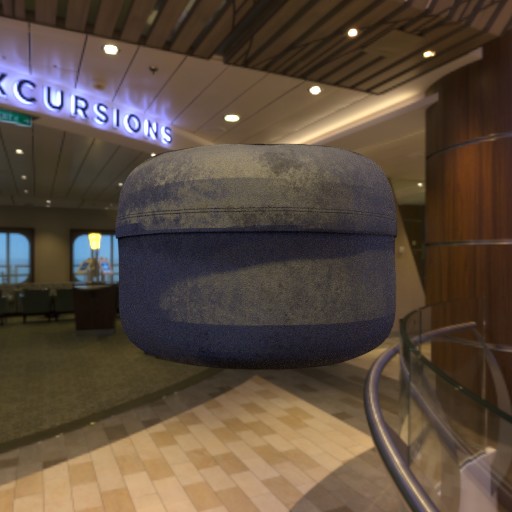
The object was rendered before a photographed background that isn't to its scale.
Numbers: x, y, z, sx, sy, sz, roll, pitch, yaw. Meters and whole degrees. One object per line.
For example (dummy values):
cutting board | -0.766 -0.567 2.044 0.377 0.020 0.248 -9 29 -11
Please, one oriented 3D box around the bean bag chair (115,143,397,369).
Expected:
bean bag chair | 0.000 0.000 1.511 0.918 0.605 0.918 0 0 0
